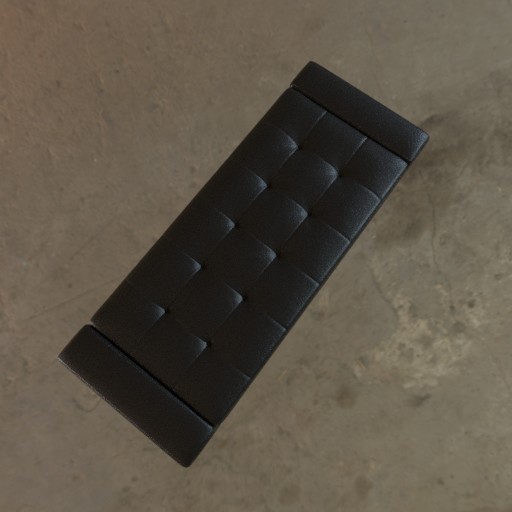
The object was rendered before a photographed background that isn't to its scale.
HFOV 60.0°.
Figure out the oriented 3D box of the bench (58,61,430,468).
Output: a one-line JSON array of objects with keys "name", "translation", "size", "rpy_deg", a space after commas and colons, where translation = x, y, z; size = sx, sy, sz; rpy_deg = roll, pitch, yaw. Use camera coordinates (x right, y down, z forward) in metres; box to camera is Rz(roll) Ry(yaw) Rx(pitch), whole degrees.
[{"name": "bench", "translation": [0.000, 0.000, 1.587], "size": [0.508, 0.445, 1.296], "rpy_deg": [36, 78, 9]}]
